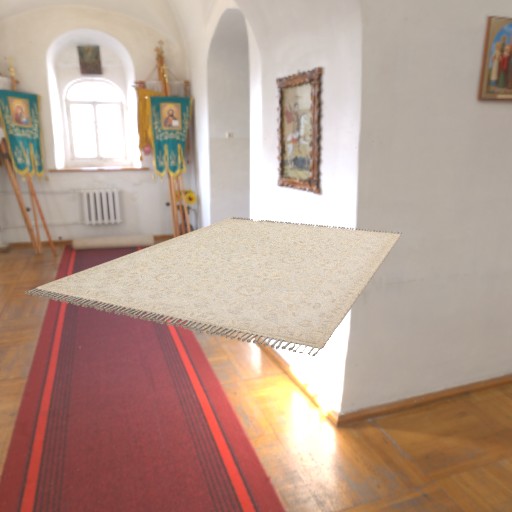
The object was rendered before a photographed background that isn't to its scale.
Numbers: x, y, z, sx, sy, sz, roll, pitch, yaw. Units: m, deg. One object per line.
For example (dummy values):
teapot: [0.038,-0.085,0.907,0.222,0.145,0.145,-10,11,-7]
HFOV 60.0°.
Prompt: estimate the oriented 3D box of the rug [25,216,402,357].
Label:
rug: [0.000,0.000,2.297,1.223,0.015,1.771,7,17,24]
